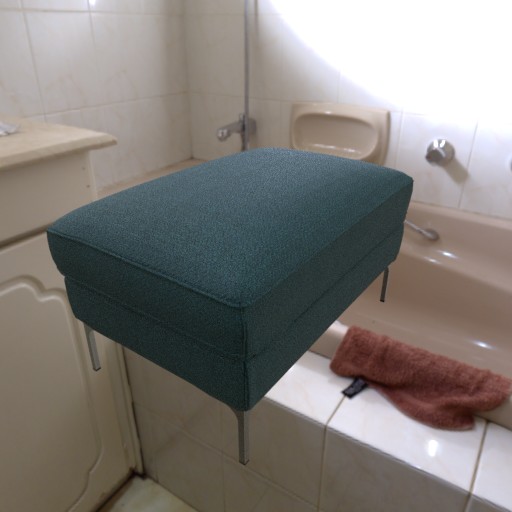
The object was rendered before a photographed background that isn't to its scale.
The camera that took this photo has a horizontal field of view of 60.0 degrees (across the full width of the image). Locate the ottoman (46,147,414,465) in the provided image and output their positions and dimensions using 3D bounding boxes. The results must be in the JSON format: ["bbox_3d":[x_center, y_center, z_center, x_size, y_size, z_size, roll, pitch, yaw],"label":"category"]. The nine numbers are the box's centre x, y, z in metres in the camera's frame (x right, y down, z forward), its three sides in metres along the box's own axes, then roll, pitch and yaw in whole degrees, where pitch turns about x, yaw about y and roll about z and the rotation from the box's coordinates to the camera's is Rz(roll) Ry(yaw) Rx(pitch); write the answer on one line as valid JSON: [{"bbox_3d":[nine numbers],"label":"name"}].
[{"bbox_3d":[0.000,0.000,1.207,0.563,0.498,0.856,18,32,31],"label":"ottoman"}]
